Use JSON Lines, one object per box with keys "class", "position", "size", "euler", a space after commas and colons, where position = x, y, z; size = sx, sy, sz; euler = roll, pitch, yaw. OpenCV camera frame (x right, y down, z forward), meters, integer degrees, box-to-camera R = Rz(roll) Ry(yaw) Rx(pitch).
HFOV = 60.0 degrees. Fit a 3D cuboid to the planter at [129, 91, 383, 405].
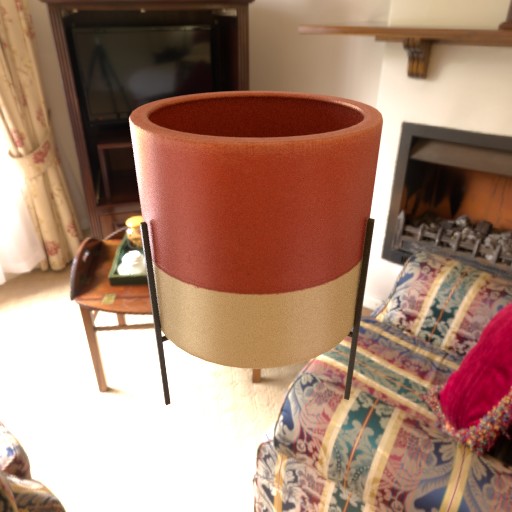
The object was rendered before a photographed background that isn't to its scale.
{"class": "planter", "position": [0.000, 0.000, 0.728], "size": [0.345, 0.465, 0.354], "euler": [-1, 29, -2]}
